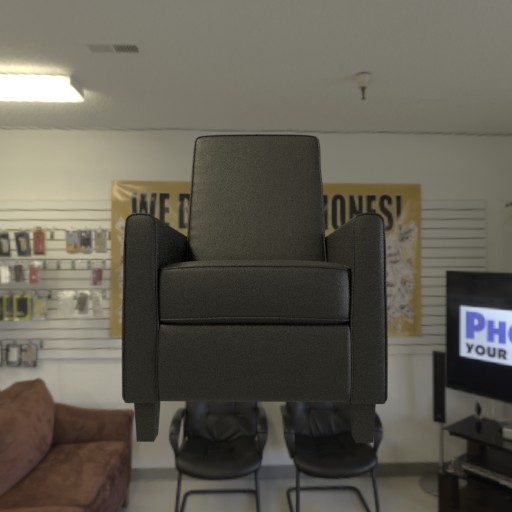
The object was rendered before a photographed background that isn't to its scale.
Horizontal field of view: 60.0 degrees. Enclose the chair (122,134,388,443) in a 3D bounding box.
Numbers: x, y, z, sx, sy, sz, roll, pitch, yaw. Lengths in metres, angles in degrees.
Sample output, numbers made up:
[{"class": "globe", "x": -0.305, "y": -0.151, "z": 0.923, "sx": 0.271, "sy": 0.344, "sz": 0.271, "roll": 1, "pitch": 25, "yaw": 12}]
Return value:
[{"class": "chair", "x": 0.000, "y": 0.000, "z": 1.527, "sx": 0.705, "sy": 1.013, "sz": 0.746, "roll": 0, "pitch": -1, "yaw": 1}]
